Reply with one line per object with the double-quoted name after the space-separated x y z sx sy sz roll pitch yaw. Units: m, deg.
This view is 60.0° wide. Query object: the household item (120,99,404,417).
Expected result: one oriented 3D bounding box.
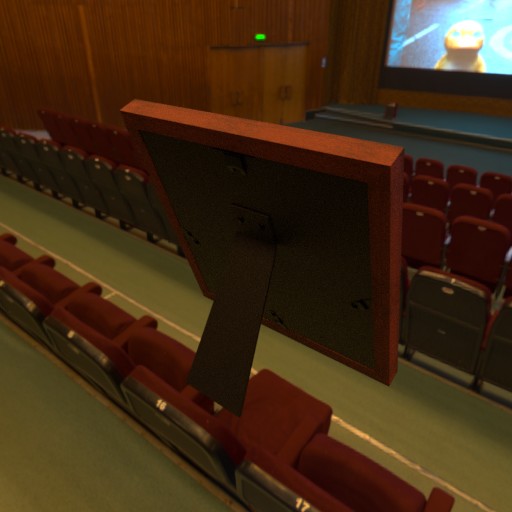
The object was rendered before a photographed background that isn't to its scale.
0.000 0.000 0.386 0.240 0.240 0.131 21 36 33 "household item"
